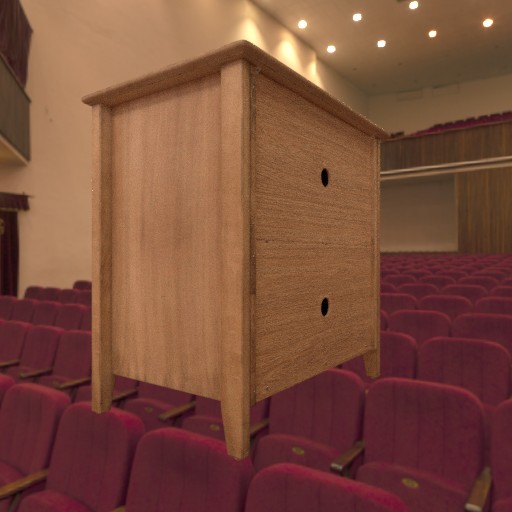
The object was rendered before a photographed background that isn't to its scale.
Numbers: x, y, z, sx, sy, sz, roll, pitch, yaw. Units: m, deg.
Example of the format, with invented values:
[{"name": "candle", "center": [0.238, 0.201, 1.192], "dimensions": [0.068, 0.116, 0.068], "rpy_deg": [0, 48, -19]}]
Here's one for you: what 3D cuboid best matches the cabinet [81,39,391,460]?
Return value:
[{"name": "cabinet", "center": [0.000, 0.000, 1.229], "dimensions": [0.503, 0.762, 0.763], "rpy_deg": [0, 0, 36]}]
